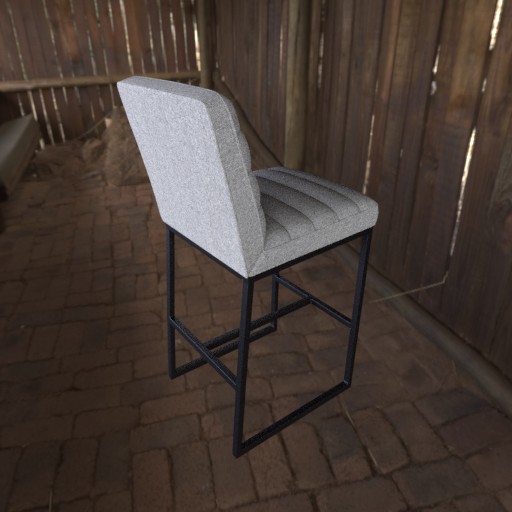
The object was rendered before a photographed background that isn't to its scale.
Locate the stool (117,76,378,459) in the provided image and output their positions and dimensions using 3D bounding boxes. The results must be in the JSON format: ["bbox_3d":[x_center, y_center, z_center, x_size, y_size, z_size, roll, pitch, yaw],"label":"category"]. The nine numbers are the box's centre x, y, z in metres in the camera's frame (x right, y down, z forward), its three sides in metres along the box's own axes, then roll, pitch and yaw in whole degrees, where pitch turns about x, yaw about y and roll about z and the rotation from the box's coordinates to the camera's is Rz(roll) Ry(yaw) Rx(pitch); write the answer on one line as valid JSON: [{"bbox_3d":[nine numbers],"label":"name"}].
[{"bbox_3d":[0.000,0.000,1.362,0.571,1.034,0.459,-19,33,-32],"label":"stool"}]
